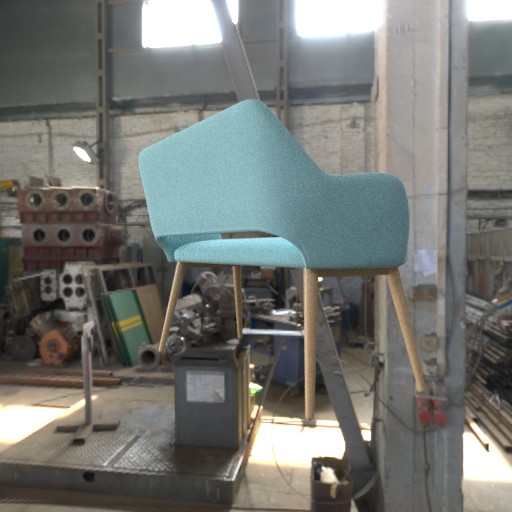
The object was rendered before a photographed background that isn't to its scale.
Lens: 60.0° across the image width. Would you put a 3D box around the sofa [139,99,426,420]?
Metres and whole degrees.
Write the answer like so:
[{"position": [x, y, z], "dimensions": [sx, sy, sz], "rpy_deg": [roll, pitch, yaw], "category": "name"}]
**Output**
[{"position": [0.000, 0.000, 1.629], "dimensions": [0.610, 0.840, 1.150], "rpy_deg": [-1, 1, -36], "category": "sofa"}]
